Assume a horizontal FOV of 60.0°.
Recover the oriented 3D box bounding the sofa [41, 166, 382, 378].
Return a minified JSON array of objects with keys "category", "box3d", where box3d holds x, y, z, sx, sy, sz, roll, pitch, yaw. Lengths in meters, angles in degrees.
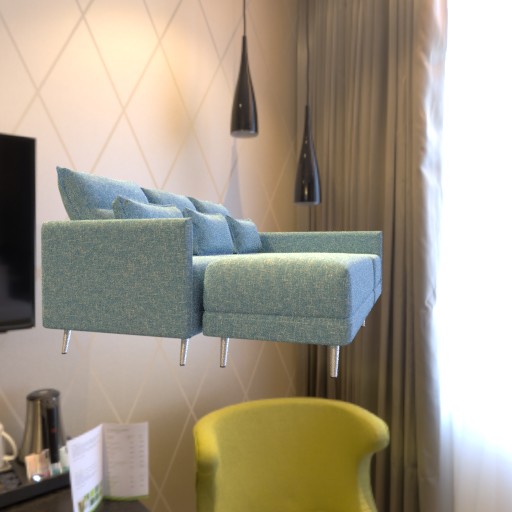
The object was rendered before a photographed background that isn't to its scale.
[{"category":"sofa","box3d":[0.000,0.000,2.780,1.420,0.899,2.034,0,1,19]}]
